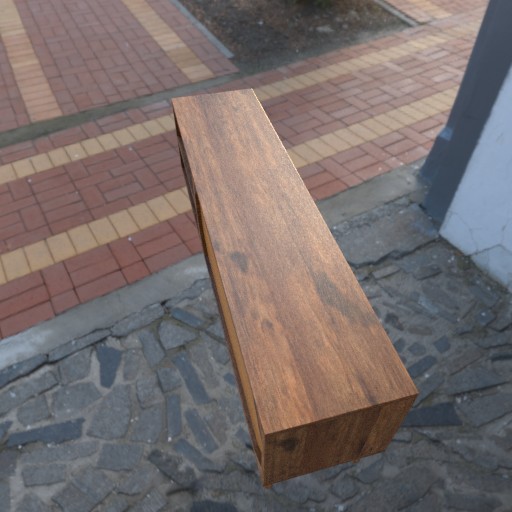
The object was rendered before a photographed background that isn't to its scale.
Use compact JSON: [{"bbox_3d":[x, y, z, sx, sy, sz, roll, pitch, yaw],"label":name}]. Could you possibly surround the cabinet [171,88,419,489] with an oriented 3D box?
[{"bbox_3d":[0.000,0.000,1.602,0.349,0.528,1.448,-11,48,-10],"label":"cabinet"}]
